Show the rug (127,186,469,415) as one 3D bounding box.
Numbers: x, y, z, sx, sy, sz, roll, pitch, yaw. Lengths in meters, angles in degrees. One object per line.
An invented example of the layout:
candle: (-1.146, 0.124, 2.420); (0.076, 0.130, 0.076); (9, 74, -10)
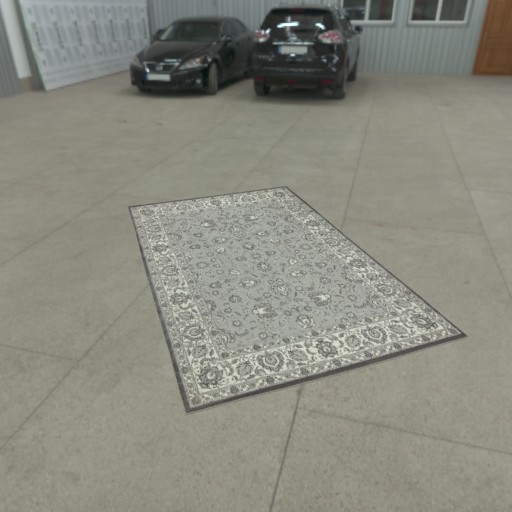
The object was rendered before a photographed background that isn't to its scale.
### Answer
rug: (0.000, 0.000, 3.104); (1.524, 0.011, 2.438); (-10, 31, -17)
